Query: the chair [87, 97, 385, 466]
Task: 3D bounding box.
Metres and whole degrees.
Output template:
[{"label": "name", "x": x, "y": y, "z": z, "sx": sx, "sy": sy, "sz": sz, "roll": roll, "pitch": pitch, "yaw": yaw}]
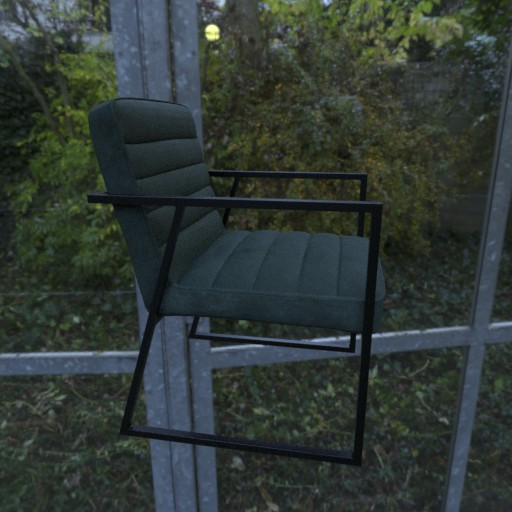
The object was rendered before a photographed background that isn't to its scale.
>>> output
[{"label": "chair", "x": 0.000, "y": 0.000, "z": 1.243, "sx": 0.677, "sy": 0.833, "sz": 0.571, "roll": 3, "pitch": 17, "yaw": 10}]
